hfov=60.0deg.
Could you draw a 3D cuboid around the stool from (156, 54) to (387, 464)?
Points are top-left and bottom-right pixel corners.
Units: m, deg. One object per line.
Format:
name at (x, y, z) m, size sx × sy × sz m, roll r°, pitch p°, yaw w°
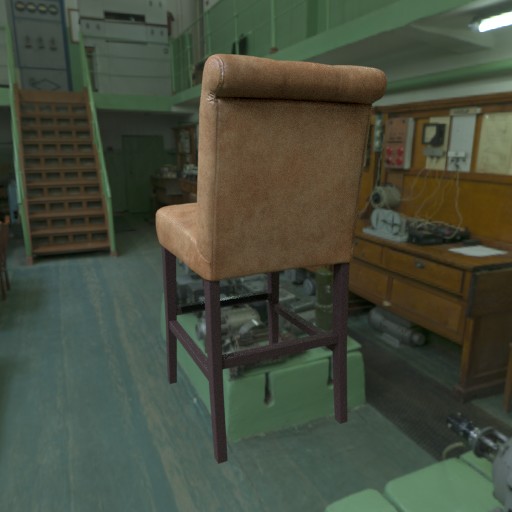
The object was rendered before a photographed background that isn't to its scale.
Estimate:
stool at (0.000, 0.000, 1.374) m, size 0.493 × 1.047 × 0.601 m, roll -7°, pitch 16°, yaw -25°
